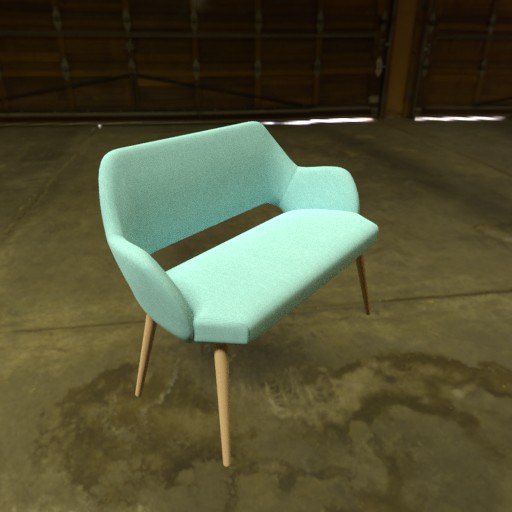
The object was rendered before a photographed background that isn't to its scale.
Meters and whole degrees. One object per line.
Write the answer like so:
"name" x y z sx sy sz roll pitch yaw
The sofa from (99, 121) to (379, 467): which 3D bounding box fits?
"sofa" 0.000 0.000 1.656 0.610 0.840 1.150 18 31 33
